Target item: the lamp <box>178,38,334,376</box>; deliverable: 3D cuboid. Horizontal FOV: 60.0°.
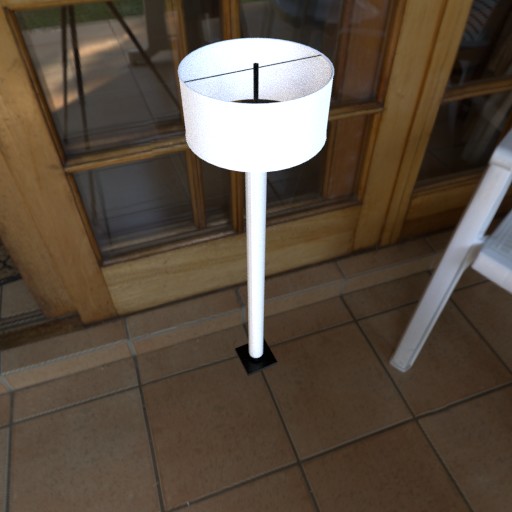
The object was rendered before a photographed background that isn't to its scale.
[{"bbox_3d":[0.000,0.000,1.714,0.420,1.475,0.420,-19,49,-17],"label":"lamp"}]
